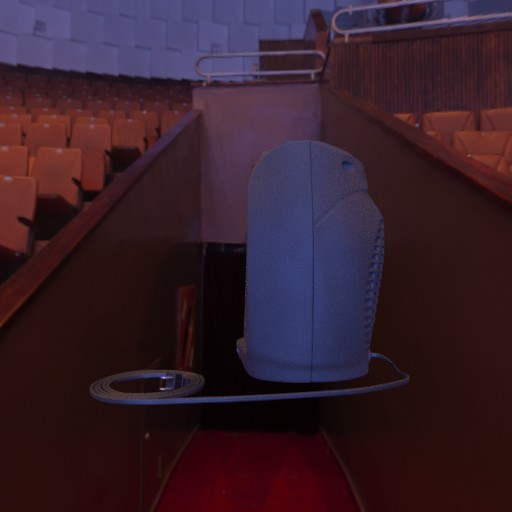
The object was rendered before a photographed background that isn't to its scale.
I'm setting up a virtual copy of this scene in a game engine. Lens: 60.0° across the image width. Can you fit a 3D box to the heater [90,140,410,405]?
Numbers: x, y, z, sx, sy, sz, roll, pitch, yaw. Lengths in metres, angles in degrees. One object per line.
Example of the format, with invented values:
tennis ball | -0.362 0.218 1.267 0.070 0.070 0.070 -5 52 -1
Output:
heater | 0.000 0.000 0.466 0.291 0.240 0.239 0 -1 -1
